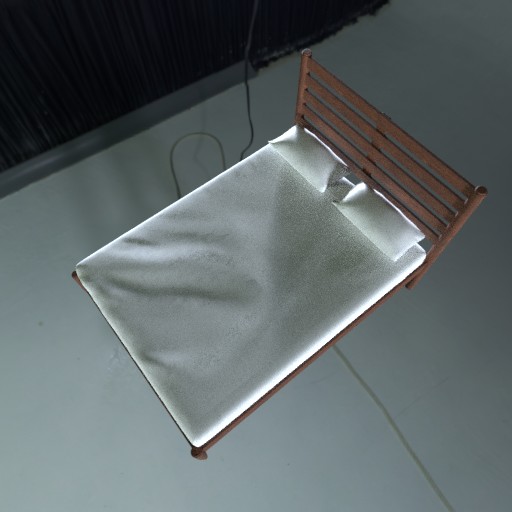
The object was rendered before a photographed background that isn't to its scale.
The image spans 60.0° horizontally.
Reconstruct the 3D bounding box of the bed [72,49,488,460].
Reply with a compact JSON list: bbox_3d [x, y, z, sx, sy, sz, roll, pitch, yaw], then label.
[{"bbox_3d":[0.000,0.000,2.975,2.093,1.304,1.509,-35,68,-17],"label":"bed"}]
